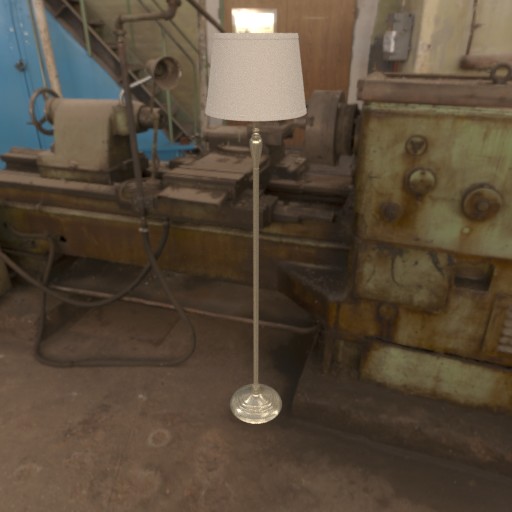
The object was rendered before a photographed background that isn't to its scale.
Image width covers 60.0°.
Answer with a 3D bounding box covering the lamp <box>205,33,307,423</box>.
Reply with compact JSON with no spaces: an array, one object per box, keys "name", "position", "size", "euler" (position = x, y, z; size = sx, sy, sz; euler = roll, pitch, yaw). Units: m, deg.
[{"name":"lamp","position":[0.000,0.000,1.677],"size":[0.327,1.506,0.327],"euler":[0,27,1]}]
